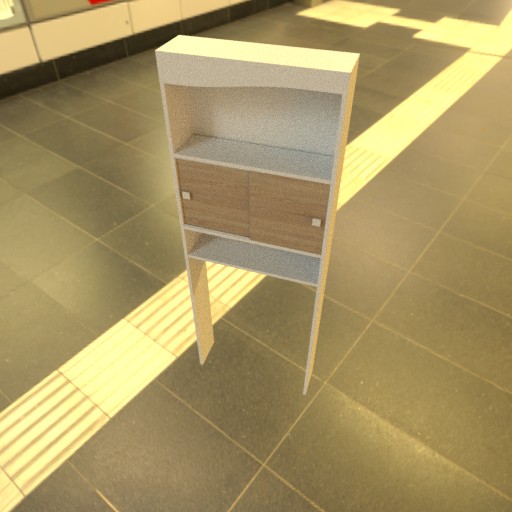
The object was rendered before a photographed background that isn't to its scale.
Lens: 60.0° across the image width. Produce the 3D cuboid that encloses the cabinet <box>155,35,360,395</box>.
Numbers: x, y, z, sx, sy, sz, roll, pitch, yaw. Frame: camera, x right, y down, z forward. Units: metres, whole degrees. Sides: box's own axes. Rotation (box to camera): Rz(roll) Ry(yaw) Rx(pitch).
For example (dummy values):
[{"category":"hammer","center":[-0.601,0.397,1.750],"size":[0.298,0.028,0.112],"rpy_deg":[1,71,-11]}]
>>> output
[{"category":"cabinet","center":[0.000,0.000,2.027],"size":[0.643,1.770,0.192],"rpy_deg":[13,43,14]}]
